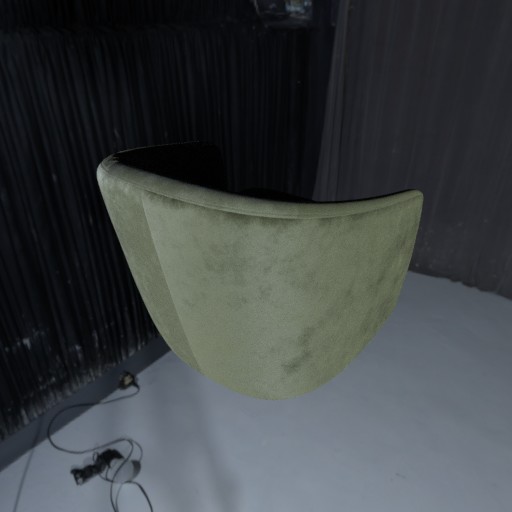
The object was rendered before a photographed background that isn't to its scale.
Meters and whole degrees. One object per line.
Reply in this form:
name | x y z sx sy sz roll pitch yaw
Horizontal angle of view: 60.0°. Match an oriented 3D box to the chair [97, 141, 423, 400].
chair | 0.000 0.000 1.328 0.773 0.698 0.767 21 36 32
